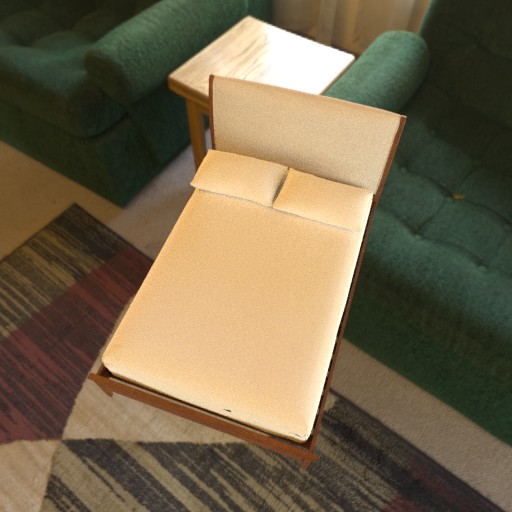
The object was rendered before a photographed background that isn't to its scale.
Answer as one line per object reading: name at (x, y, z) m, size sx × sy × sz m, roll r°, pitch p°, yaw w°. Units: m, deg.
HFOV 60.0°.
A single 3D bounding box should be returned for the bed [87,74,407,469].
bed at (0.000, 0.000, 3.324) m, size 1.612 × 1.250 × 2.380 m, roll 16°, pitch 58°, yaw 10°
